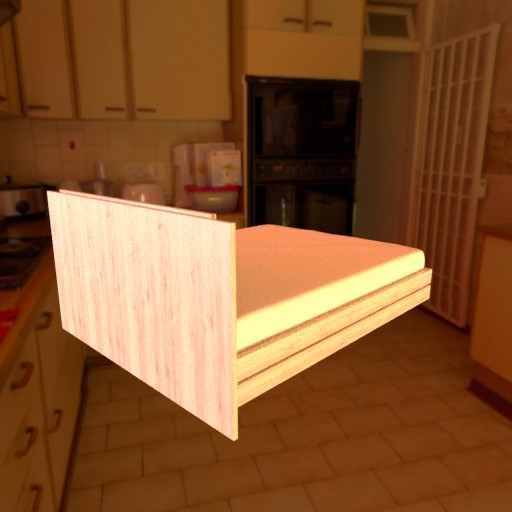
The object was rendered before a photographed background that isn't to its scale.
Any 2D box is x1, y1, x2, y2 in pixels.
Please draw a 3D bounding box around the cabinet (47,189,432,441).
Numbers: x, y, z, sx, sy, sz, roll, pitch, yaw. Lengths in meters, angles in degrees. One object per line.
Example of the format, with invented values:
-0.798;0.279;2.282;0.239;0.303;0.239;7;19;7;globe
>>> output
0.000;0.000;3.115;1.750;0.970;2.080;13;19;42;cabinet
